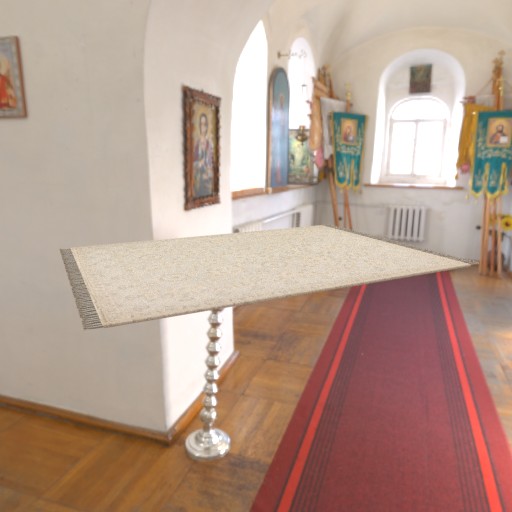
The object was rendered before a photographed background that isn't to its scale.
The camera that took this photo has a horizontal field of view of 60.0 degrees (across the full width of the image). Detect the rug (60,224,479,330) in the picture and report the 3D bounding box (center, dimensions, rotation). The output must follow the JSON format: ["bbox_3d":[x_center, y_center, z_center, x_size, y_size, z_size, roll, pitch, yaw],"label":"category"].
[{"bbox_3d":[0.000,0.000,2.255,1.771,0.015,1.223,-7,15,-26],"label":"rug"}]
